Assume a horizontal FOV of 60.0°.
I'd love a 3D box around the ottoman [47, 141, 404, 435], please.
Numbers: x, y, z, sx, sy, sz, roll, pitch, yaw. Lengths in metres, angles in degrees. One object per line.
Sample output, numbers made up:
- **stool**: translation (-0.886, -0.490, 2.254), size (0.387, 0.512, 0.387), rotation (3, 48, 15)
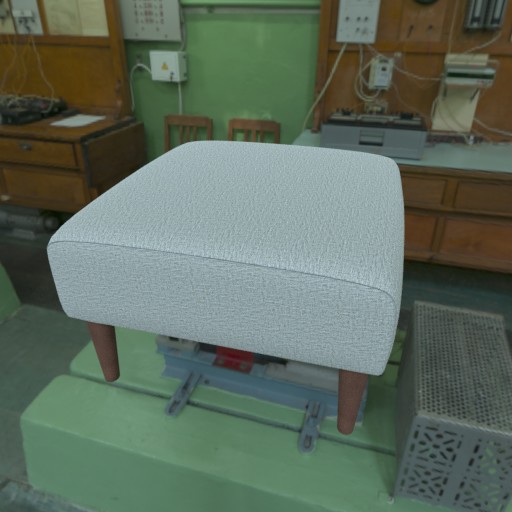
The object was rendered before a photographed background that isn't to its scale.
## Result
- **ottoman**: translation (0.000, 0.000, 1.066), size (0.649, 0.398, 0.650), rotation (8, 31, 13)
